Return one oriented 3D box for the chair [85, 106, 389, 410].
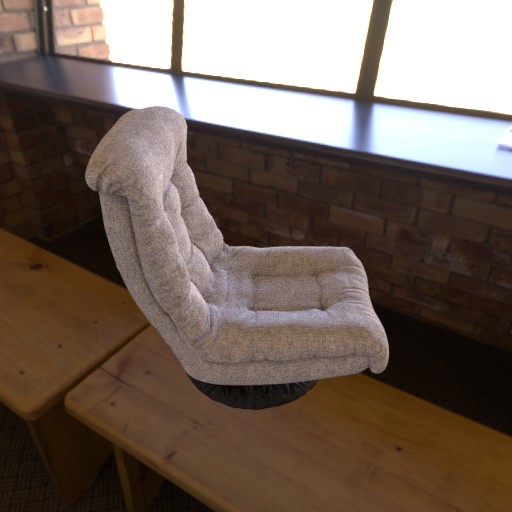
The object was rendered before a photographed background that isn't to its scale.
[{"bbox_3d":[0.000,0.000,1.000,0.583,0.600,0.400,0,33,0],"label":"chair"}]
